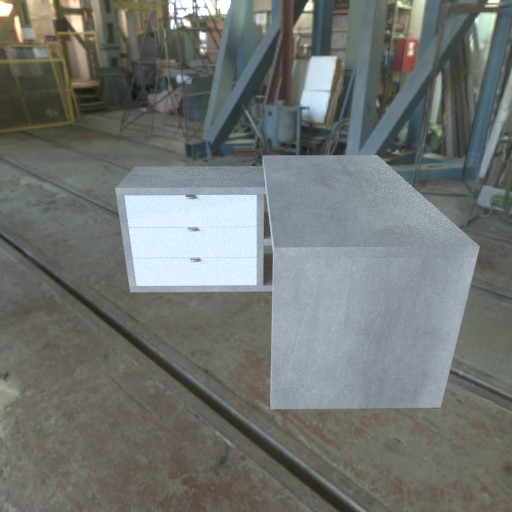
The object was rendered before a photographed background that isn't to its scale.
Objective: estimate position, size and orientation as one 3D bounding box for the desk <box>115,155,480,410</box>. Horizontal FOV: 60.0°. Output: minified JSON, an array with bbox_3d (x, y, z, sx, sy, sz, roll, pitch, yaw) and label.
[{"bbox_3d":[0.000,0.000,2.285,1.500,0.740,1.400,0,26,-1],"label":"desk"}]
